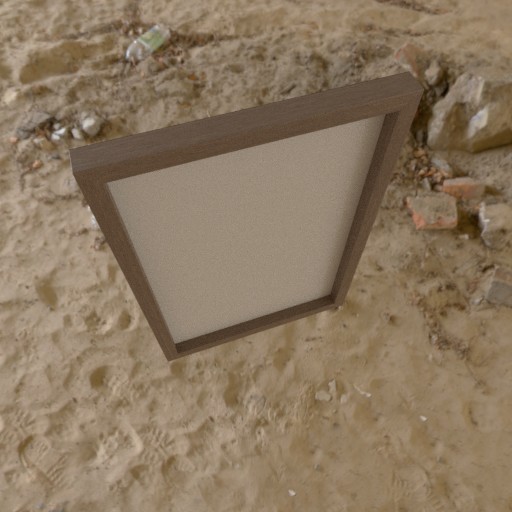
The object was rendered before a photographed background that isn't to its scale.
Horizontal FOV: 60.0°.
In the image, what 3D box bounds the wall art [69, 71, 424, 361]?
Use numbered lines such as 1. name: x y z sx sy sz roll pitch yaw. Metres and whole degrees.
1. wall art: 0.000 0.000 0.651 0.358 0.510 0.032 -16 59 -10
